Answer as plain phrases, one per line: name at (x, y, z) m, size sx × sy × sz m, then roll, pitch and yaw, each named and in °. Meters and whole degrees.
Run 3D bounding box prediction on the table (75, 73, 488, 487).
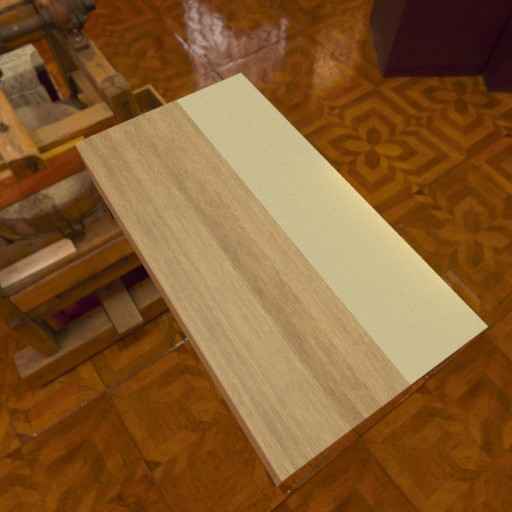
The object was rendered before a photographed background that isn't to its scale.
table at (0.000, 0.000, 1.352) m, size 0.600 × 0.350 × 1.100 m, roll -30°, pitch 64°, yaw -16°
